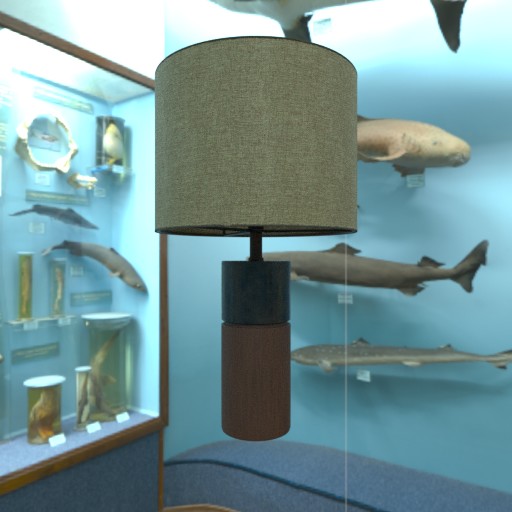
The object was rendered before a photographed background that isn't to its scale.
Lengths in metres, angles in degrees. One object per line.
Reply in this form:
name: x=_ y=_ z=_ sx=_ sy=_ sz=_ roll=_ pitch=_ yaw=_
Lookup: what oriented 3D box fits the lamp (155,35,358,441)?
lamp: x=0.000 y=0.000 z=0.452 sx=0.202 sy=0.350 sz=0.202 roll=0 pitch=0 yaw=0
